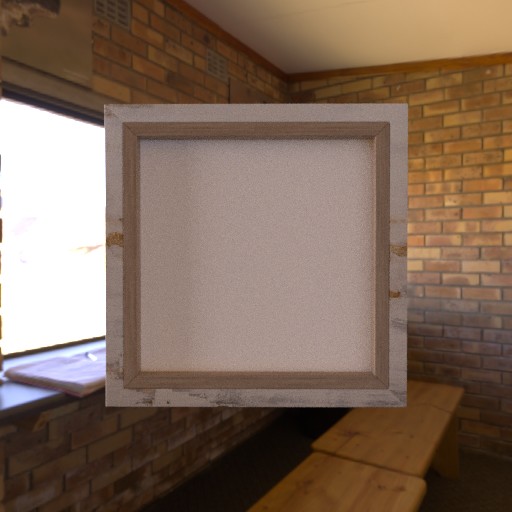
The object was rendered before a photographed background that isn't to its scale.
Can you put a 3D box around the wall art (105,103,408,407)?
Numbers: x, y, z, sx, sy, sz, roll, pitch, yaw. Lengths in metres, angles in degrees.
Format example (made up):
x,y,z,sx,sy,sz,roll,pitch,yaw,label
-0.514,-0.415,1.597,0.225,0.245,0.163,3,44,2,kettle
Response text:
x,y,z,sx,sy,sz,roll,pitch,yaw,label
0.000,0.000,0.914,0.611,0.613,0.040,0,1,0,wall art
